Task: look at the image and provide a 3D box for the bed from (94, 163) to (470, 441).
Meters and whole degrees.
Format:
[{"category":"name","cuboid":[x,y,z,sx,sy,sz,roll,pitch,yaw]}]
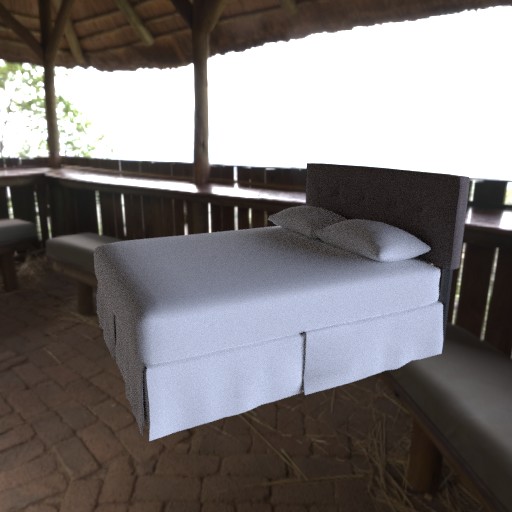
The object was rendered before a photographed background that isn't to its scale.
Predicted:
[{"category":"bed","cuboid":[0.000,0.000,2.876,1.894,1.089,1.610,-7,17,-25]}]
